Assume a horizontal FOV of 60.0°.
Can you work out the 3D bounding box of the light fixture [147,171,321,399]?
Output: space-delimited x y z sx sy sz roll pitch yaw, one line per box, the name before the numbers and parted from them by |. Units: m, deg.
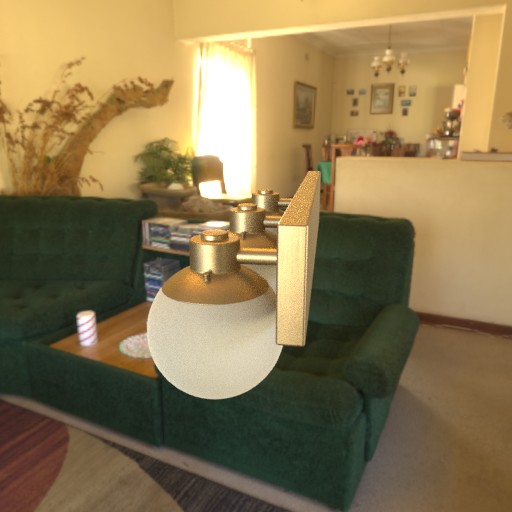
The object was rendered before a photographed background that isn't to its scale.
light fixture | 0.000 0.000 0.828 0.218 0.263 0.721 2 15 9
